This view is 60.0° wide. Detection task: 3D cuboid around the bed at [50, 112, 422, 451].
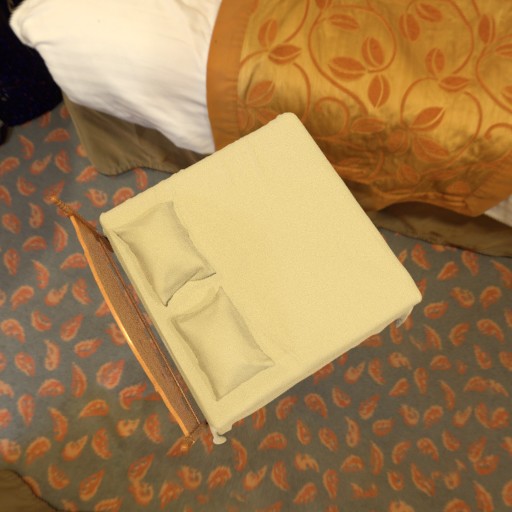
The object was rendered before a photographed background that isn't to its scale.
[{"bbox_3d":[0.000,0.000,3.638,2.219,1.355,2.322,-30,78,-7],"label":"bed"}]
